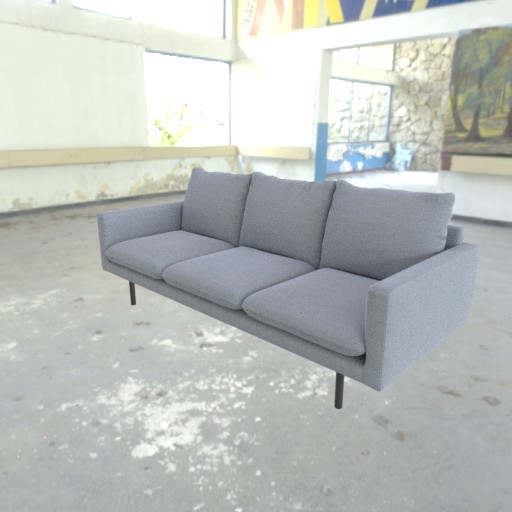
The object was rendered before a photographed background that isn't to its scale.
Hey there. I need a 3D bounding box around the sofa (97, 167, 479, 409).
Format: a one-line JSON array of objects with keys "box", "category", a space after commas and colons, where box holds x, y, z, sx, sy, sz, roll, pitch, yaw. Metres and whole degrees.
[{"box": [0.000, 0.000, 2.410, 2.000, 0.830, 0.850, 15, 22, 42], "category": "sofa"}]
